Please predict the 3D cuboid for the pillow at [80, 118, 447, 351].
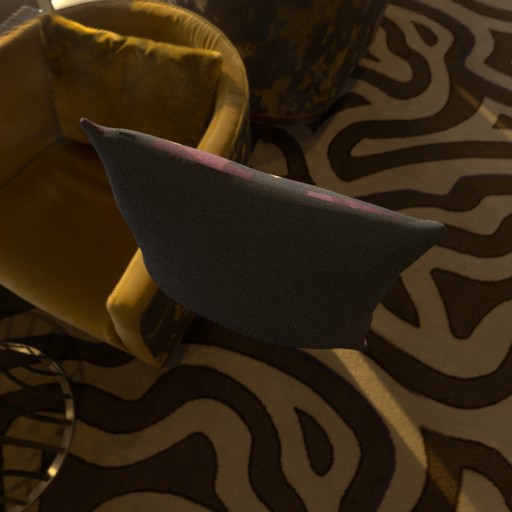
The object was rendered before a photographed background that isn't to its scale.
[{"bbox_3d":[0.000,0.000,0.766,0.503,0.496,0.208,19,64,10],"label":"pillow"}]
